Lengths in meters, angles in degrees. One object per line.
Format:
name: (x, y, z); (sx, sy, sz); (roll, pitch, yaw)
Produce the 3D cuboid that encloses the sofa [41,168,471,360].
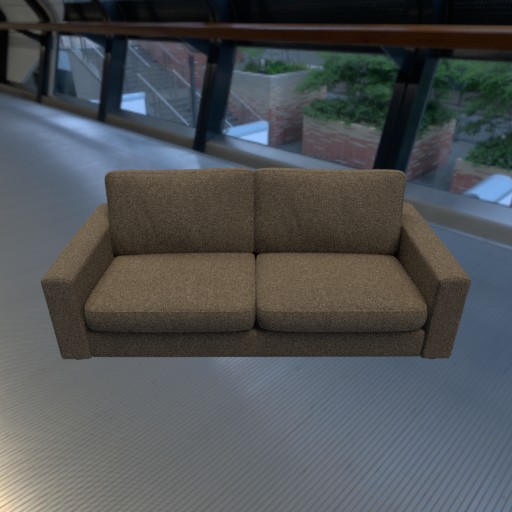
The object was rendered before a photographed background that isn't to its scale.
sofa: (0.000, 0.000, 2.684); (2.179, 0.873, 1.016); (0, 29, 0)
